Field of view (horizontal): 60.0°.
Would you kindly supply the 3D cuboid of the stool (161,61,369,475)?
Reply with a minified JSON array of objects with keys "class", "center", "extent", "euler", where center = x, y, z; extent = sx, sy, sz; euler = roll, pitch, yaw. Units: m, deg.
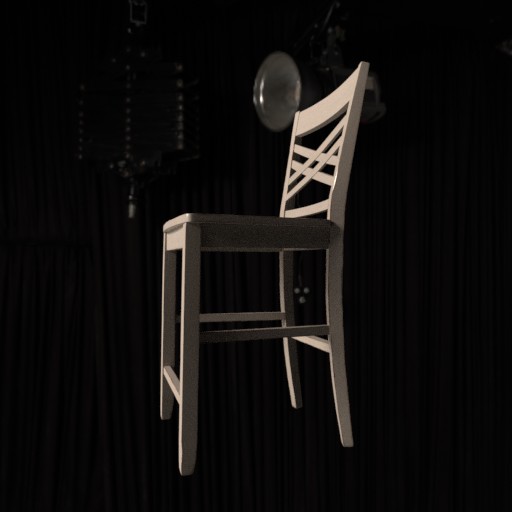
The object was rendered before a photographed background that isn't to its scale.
[{"class":"stool","center":[0.000,0.000,1.363],"extent":[0.539,1.079,0.462],"euler":[0,-1,-19]}]
